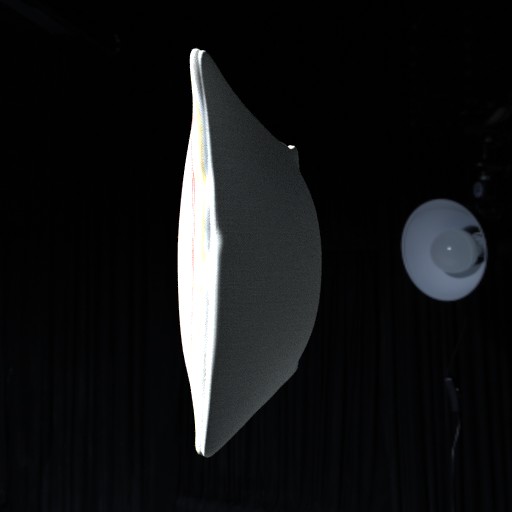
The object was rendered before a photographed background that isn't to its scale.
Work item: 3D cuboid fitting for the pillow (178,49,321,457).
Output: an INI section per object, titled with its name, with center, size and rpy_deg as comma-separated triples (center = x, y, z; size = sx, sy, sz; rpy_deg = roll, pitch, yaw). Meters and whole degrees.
[pillow]
center = 0.000, 0.000, 0.684
size = 0.191, 0.449, 0.451
rpy_deg = 0, -1, 18
